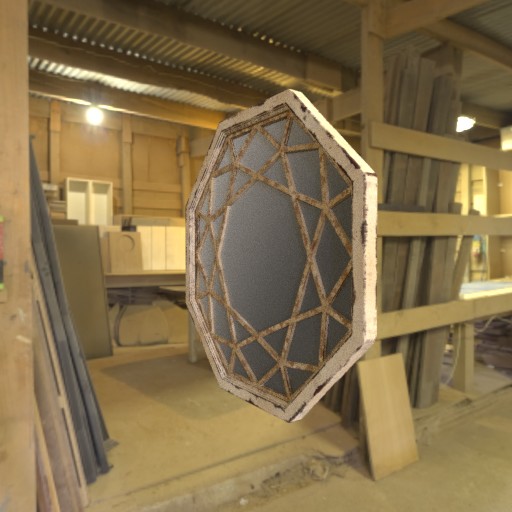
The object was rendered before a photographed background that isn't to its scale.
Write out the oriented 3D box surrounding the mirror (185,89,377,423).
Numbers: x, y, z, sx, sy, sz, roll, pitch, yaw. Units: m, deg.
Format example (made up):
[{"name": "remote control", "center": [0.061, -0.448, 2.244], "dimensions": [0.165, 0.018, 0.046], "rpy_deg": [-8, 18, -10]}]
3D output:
[{"name": "mirror", "center": [0.000, 0.000, 0.976], "dimensions": [0.031, 0.648, 0.648], "rpy_deg": [-1, 1, -35]}]
